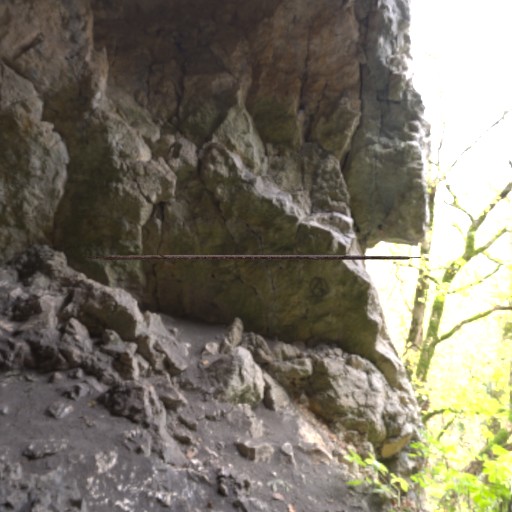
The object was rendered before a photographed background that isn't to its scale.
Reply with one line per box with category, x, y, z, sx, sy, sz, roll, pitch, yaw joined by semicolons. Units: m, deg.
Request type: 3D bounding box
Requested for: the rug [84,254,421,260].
rug;0.000;0.000;2.018;0.905;0.017;1.718;0;0;0
